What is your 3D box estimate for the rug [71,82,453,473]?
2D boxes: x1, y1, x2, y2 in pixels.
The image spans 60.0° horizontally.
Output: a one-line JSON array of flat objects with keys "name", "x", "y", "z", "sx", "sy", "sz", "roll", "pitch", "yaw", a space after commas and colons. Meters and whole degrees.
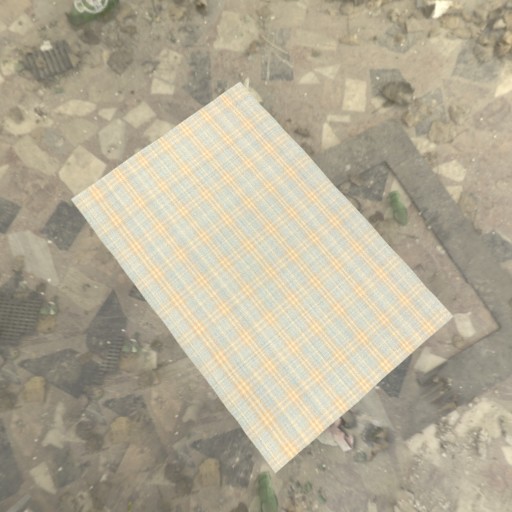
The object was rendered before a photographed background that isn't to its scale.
[{"name": "rug", "x": 0.000, "y": 0.000, "z": 2.430, "sx": 1.231, "sy": 0.012, "sz": 1.835, "roll": -38, "pitch": 79, "yaw": -9}]
